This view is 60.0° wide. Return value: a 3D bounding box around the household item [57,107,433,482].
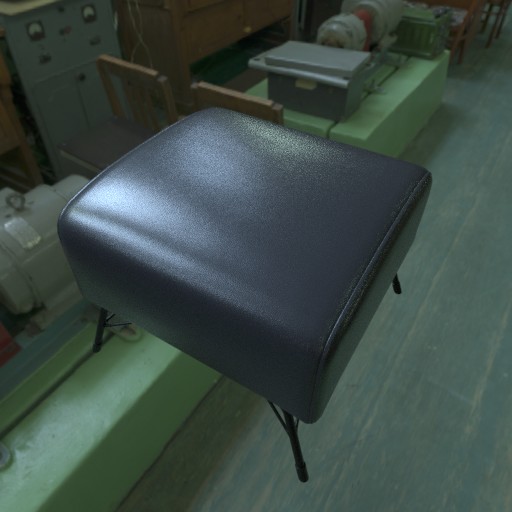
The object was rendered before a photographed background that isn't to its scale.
[{"bbox_3d":[0.000,0.000,0.895,0.530,0.410,0.530,23,49,22],"label":"household item"}]
